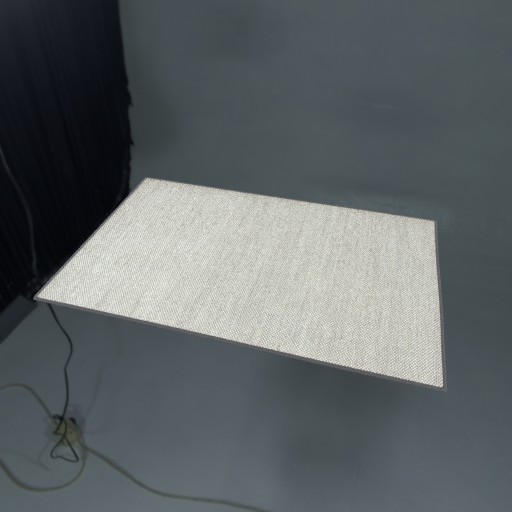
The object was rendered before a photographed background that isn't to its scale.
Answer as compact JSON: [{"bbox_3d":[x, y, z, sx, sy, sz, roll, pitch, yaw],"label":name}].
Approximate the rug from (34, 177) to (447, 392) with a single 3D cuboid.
[{"bbox_3d":[0.000,0.000,2.103,1.676,0.013,1.067,10,41,12],"label":"rug"}]
